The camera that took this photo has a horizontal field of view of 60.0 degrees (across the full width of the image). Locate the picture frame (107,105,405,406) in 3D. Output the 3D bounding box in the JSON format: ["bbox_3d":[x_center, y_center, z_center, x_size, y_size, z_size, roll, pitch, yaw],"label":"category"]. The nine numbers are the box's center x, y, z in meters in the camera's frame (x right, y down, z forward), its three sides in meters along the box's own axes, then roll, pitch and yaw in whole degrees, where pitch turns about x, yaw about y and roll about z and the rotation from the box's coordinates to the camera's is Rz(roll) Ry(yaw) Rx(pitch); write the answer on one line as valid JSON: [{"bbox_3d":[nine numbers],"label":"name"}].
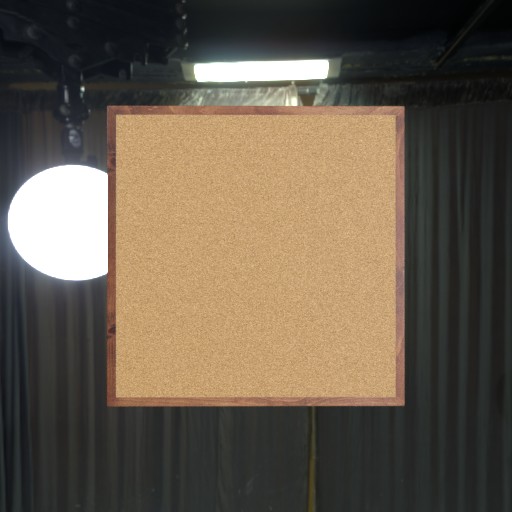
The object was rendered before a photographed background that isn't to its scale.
[{"bbox_3d":[0.000,0.000,1.218,0.810,0.817,0.029,0,0,0],"label":"picture frame"}]
